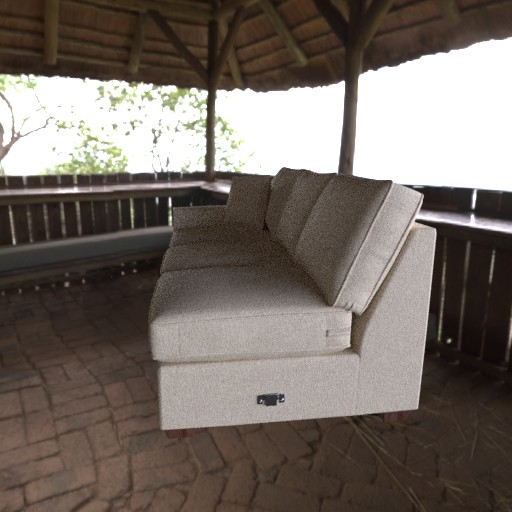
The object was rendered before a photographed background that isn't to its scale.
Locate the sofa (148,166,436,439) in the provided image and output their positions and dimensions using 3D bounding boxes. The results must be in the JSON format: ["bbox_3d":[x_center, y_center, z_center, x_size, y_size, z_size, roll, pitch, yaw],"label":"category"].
[{"bbox_3d":[0.000,0.000,2.483,1.034,0.946,1.962,-2,13,-8],"label":"sofa"}]
